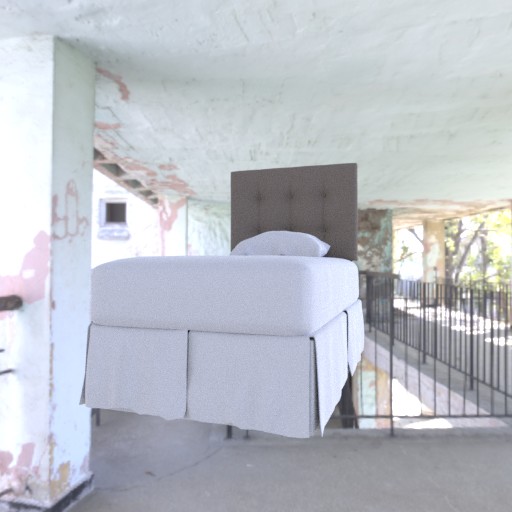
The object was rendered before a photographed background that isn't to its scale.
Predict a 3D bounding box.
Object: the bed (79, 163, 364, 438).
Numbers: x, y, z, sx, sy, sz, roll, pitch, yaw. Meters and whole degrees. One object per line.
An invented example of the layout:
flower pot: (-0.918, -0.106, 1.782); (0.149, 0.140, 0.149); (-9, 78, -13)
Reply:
bed: (0.000, 0.000, 2.981); (1.261, 1.571, 1.997); (0, -1, 19)
